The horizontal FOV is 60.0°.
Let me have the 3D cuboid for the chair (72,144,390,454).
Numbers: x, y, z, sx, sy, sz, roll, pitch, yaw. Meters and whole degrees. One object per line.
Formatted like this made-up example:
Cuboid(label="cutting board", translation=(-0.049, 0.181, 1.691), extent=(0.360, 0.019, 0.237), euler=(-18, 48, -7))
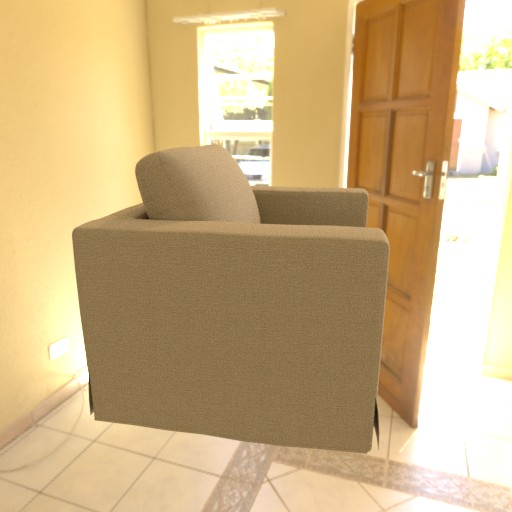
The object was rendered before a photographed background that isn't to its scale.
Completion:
Cuboid(label="chair", translation=(0.000, 0.000, 1.820), extent=(0.957, 0.878, 1.150), euler=(3, 16, 10))
